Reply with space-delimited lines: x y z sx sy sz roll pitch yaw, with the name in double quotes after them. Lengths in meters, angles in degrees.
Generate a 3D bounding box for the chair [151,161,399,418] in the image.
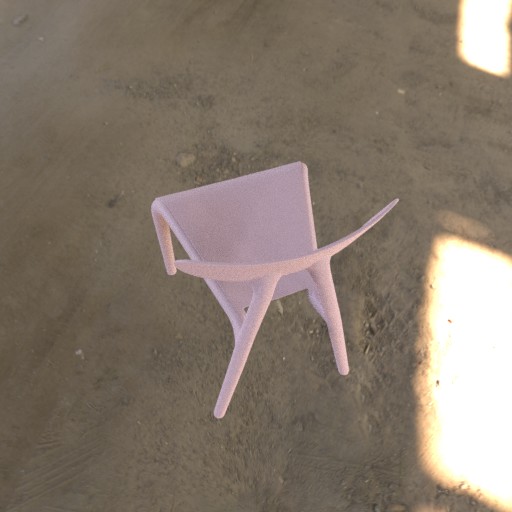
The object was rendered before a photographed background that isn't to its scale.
0.000 0.000 0.834 0.356 0.580 0.401 -16 60 -9 "chair"
